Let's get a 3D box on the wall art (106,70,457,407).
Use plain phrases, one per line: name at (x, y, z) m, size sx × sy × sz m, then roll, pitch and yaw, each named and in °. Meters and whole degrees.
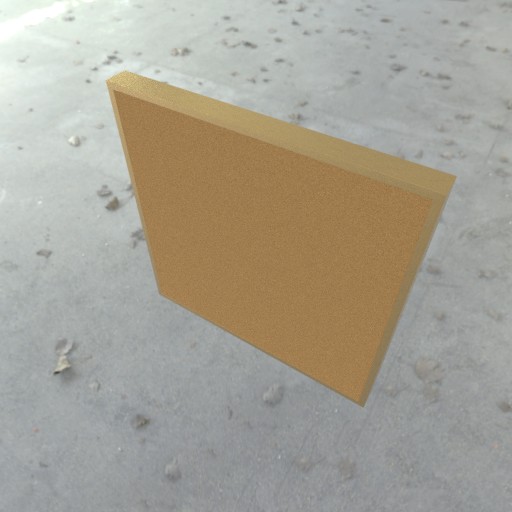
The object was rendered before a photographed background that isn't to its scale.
wall art at (0.000, 0.000, 0.763) m, size 0.509 × 0.509 × 0.040 m, roll 25°, pitch 51°, yaw 22°
